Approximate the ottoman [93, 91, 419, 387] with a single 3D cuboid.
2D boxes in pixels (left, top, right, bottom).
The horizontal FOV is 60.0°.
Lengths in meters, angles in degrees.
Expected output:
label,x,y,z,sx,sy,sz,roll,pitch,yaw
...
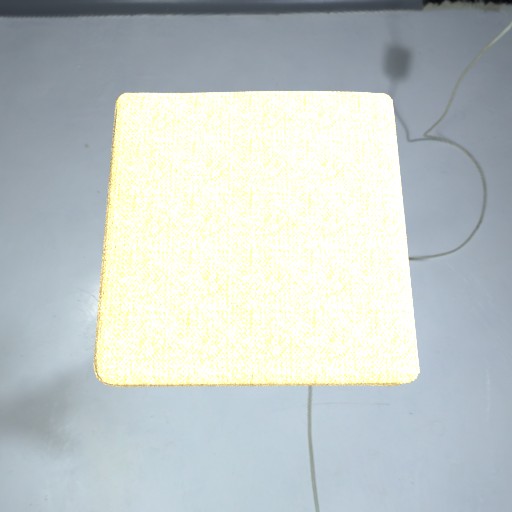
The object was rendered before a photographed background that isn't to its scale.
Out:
label,x,y,z,sx,sy,sz,roll,pitch,yaw
ottoman,0.000,0.000,0.913,0.505,0.441,0.512,0,75,0
